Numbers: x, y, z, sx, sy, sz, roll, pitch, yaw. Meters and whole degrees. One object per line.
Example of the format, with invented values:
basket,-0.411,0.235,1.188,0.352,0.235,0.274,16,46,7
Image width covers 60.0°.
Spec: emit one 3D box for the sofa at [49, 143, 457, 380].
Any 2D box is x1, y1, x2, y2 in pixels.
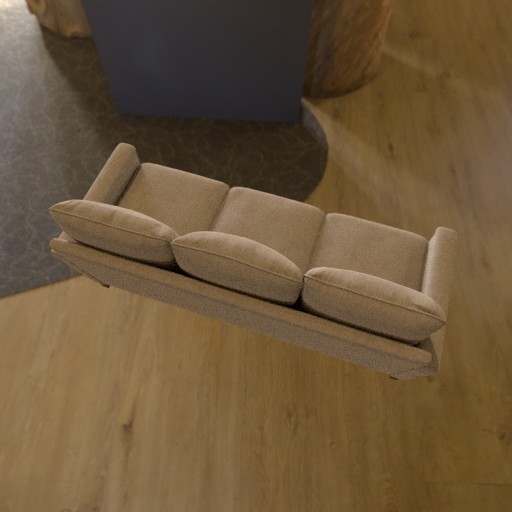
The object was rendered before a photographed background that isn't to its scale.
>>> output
sofa,0.000,0.000,2.357,1.925,0.959,0.828,16,63,9
